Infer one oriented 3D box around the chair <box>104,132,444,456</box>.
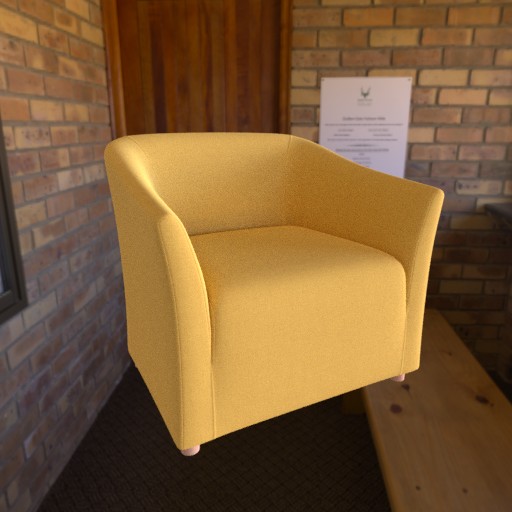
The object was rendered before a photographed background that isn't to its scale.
[{"bbox_3d":[0.000,0.000,1.351,0.790,0.720,0.700,-8,18,-27],"label":"chair"}]
